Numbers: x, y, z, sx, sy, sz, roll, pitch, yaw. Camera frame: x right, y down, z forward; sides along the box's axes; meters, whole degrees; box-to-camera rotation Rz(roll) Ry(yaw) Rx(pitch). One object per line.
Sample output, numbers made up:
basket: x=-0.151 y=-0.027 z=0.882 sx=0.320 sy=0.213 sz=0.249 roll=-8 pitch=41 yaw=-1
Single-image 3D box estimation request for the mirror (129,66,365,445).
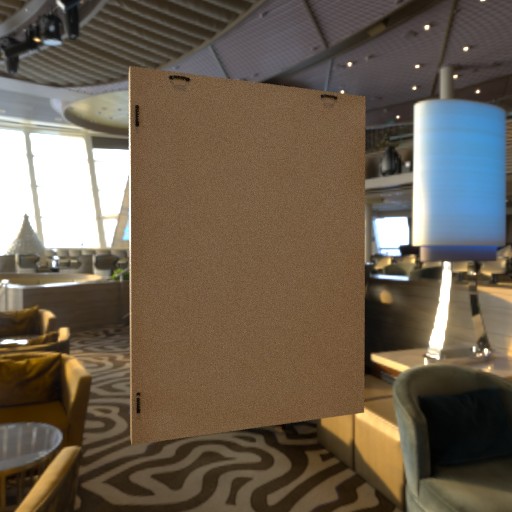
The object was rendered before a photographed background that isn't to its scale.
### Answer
mirror: x=0.000 y=0.000 z=0.927 sx=0.507 sy=0.710 sz=0.040 roll=0 pitch=1 yaw=-19
